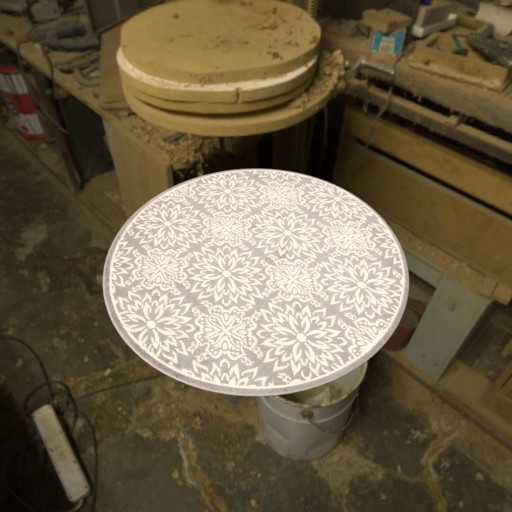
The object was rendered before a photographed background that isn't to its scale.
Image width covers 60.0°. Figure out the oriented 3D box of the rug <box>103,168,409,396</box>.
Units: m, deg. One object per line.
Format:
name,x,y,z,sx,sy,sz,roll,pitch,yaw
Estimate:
rug,0.000,0.000,2.368,1.593,0.012,1.593,0,46,0
